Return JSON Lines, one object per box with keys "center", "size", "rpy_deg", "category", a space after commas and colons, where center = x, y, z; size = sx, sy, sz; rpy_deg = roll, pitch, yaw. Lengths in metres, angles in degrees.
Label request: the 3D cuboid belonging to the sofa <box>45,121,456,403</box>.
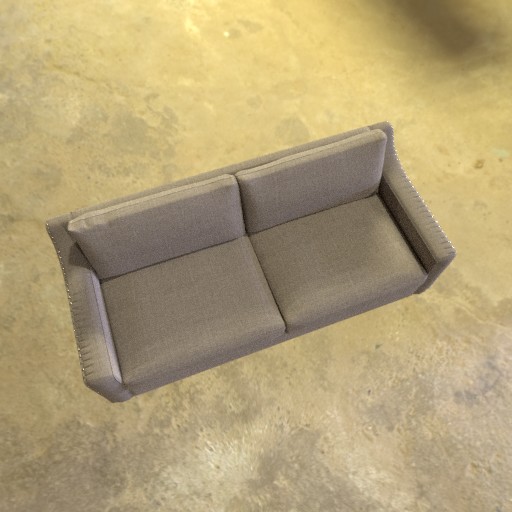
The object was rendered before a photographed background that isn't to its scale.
{"center": [0.000, 0.000, 2.731], "size": [2.208, 0.857, 1.000], "rpy_deg": [-18, 64, -9], "category": "sofa"}
